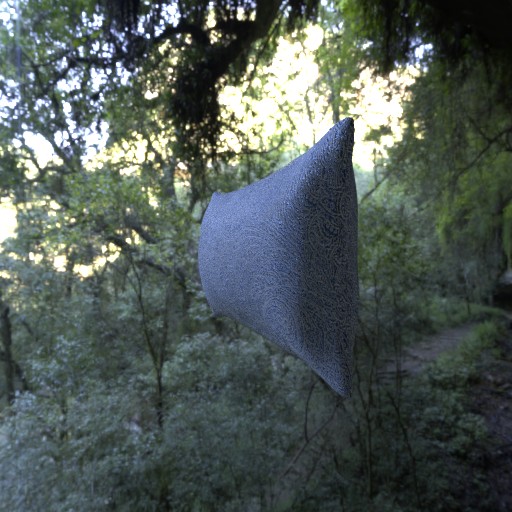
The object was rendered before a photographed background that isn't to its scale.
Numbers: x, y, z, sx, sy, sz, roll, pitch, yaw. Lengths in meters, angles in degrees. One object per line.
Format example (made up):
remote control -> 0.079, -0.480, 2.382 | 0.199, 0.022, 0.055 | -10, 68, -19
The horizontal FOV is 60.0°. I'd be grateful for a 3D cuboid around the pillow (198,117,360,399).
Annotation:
pillow -> 0.000, 0.000, 0.745 | 0.151, 0.295, 0.615 | 0, 1, -18
